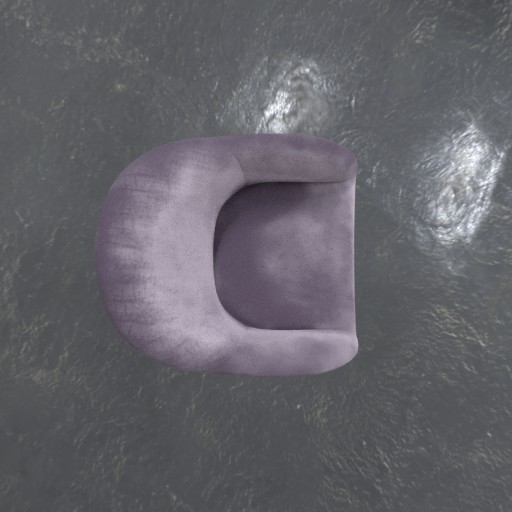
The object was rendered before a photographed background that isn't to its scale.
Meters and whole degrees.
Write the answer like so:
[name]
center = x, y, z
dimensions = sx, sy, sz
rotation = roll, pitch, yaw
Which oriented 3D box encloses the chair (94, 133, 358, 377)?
[chair]
center = 0.000, 0.000, 1.201
dimensions = 0.590, 0.795, 0.550
rotation = 0, 89, 1
